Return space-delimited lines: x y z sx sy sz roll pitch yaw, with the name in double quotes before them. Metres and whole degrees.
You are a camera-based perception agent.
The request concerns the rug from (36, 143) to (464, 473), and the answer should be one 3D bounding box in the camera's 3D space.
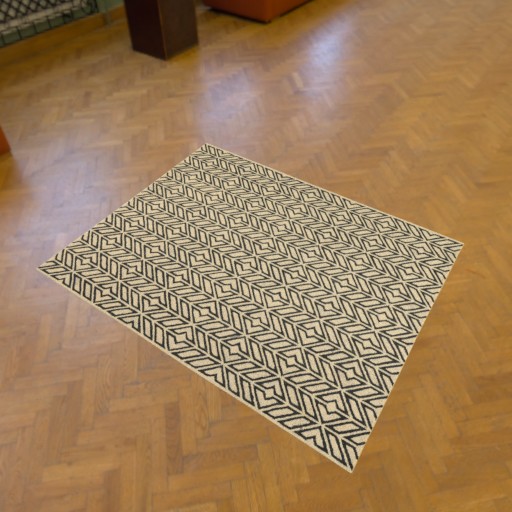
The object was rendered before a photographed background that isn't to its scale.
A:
"rug" 0.000 0.000 4.012 3.045 0.008 2.421 26 52 22
